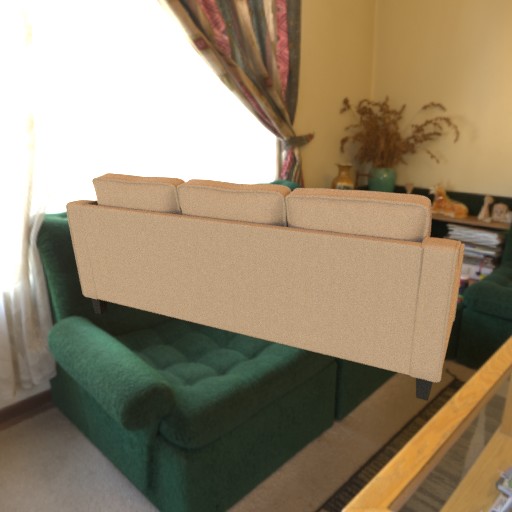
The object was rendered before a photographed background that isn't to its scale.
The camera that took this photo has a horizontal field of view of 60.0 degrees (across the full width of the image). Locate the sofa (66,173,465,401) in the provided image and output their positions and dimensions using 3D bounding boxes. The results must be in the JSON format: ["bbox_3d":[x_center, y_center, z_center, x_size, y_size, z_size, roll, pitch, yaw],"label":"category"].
[{"bbox_3d":[0.000,0.000,2.552,2.131,0.902,0.791,9,19,26],"label":"sofa"}]
